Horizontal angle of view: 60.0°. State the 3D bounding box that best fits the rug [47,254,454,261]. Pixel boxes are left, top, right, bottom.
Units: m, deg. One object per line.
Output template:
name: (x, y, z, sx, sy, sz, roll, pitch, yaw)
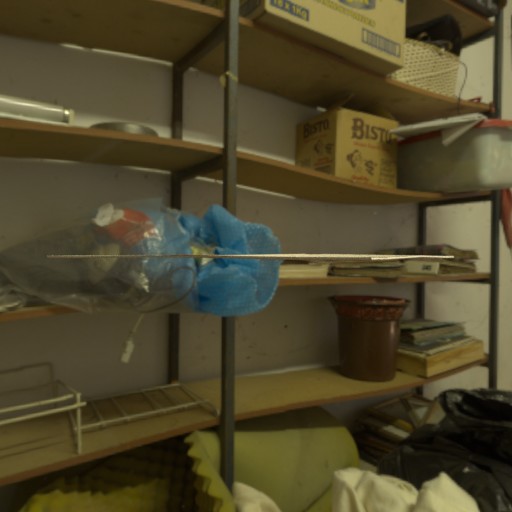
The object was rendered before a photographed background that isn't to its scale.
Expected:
rug: (0.000, 0.000, 4.345, 3.202, 0.045, 2.434, 0, 0, 34)
